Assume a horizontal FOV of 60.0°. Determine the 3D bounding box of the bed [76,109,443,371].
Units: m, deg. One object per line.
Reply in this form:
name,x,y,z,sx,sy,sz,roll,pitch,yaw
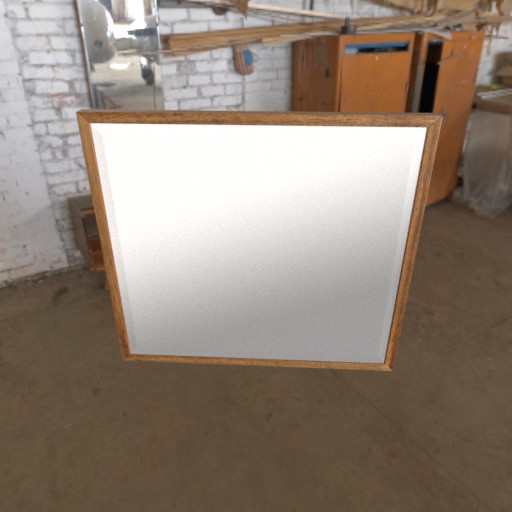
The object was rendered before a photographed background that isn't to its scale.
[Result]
bed,0.000,0.000,1.498,1.041,0.940,0.043,2,29,3
